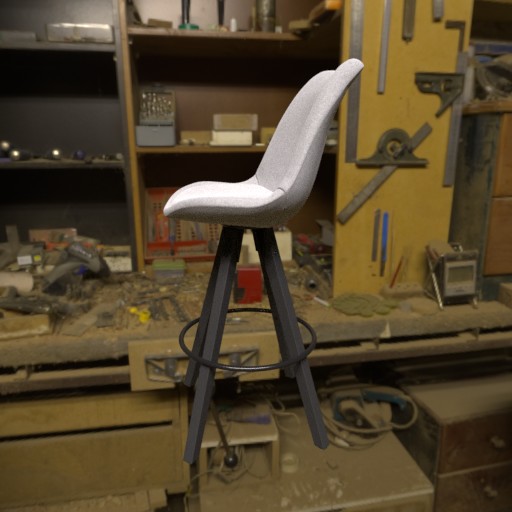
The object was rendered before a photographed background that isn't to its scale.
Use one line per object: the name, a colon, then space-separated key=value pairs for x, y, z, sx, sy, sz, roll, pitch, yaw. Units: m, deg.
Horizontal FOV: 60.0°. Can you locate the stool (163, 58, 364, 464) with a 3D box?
stool: x=0.000 y=0.000 z=1.387 sx=0.550 sy=1.115 sz=0.485 roll=-2 pitch=15 yaw=-8
